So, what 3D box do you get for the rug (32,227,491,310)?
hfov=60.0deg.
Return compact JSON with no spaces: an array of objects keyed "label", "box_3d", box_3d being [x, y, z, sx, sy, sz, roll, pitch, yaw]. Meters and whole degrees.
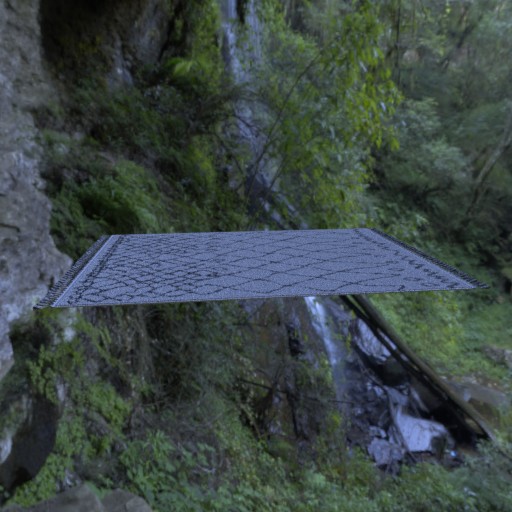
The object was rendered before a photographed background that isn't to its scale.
[{"label":"rug","box_3d":[0.000,0.000,2.983,2.312,0.017,1.613,-2,15,-7]}]
